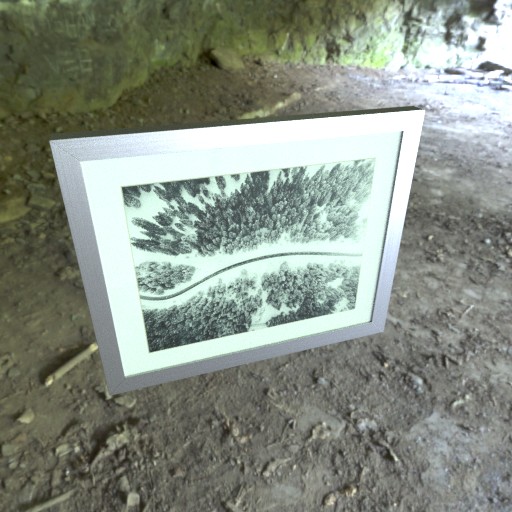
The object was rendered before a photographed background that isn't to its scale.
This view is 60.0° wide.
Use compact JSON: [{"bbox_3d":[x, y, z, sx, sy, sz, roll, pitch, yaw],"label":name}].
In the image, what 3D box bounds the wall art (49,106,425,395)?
[{"bbox_3d":[0.000,0.000,0.760,0.557,0.456,0.032,-9,32,-16],"label":"wall art"}]
